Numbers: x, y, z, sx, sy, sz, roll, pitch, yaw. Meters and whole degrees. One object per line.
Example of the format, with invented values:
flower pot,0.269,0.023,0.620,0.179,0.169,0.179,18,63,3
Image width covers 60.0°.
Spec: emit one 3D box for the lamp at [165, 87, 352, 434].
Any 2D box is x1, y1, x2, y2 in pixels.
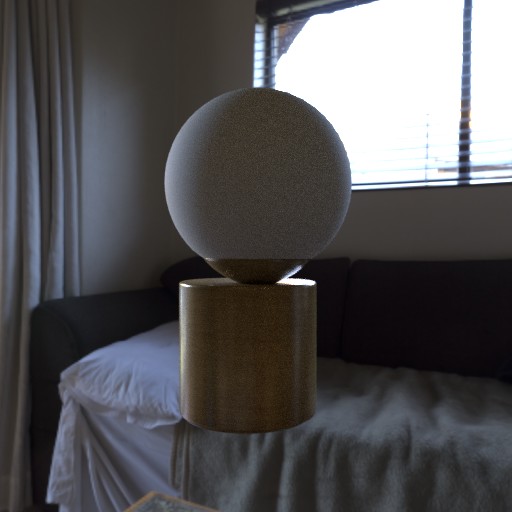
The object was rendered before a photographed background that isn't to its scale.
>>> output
lamp,0.000,0.000,0.347,0.141,0.250,0.152,0,0,-18
